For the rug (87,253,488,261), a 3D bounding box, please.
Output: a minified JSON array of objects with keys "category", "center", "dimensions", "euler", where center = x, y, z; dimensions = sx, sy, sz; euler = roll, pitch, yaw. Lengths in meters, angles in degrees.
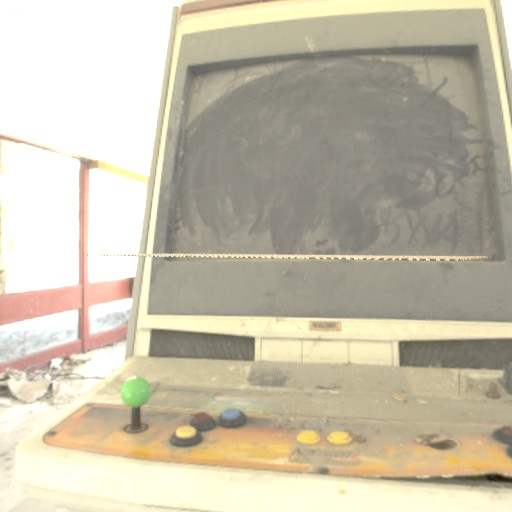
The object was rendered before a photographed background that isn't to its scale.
[{"category":"rug","center":[0.000,0.000,2.527],"dimensions":[2.277,0.008,0.676],"euler":[1,1,36]}]
